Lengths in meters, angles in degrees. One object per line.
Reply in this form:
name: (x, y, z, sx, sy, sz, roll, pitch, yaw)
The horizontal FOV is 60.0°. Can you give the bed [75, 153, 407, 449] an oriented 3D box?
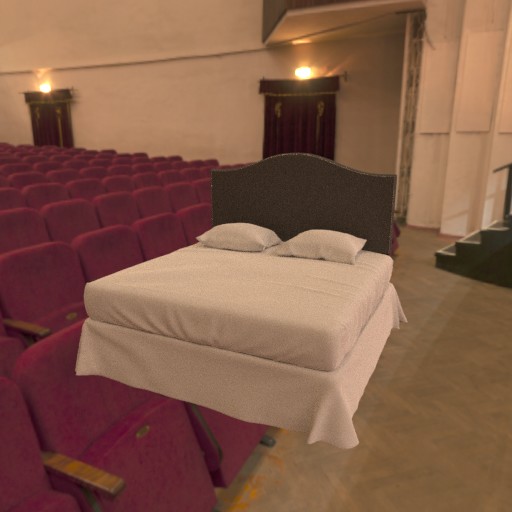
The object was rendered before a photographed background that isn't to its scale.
bed: (0.000, 0.000, 3.743, 2.314, 1.651, 2.219, 7, 16, 25)
